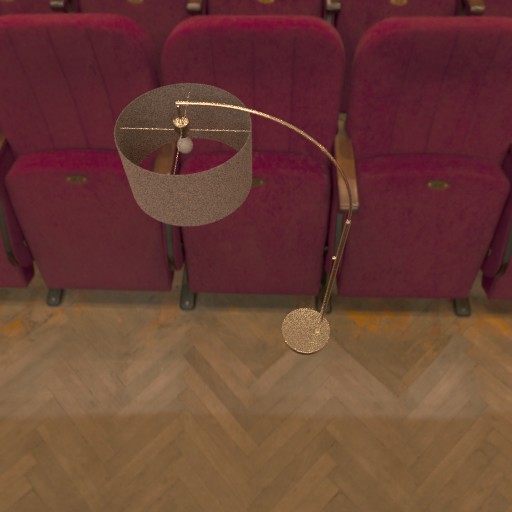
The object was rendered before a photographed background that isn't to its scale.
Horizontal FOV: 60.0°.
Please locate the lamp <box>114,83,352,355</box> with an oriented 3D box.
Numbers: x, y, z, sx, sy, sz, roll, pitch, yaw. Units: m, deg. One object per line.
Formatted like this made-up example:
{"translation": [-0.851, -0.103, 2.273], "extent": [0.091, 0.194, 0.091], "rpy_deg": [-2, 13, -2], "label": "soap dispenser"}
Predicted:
{"translation": [0.000, 0.000, 2.109], "extent": [0.934, 1.735, 0.452], "rpy_deg": [2, 57, 1], "label": "lamp"}
